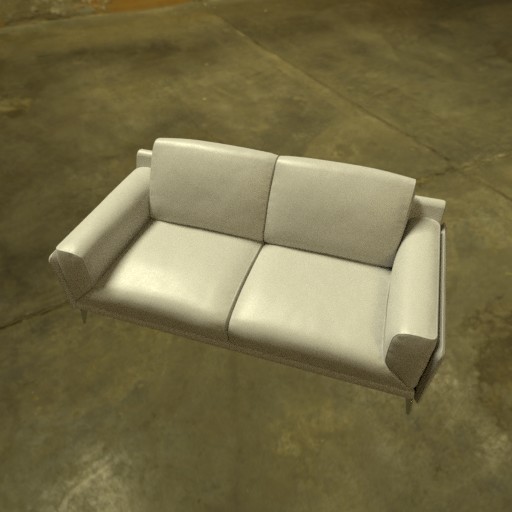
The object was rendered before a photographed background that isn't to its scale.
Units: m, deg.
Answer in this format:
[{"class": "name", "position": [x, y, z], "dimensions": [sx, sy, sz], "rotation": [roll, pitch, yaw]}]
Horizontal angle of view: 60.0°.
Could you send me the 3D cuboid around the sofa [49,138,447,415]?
[{"class": "sofa", "position": [0.000, 0.000, 2.633], "dimensions": [2.101, 0.930, 1.049], "rotation": [12, 43, 13]}]
